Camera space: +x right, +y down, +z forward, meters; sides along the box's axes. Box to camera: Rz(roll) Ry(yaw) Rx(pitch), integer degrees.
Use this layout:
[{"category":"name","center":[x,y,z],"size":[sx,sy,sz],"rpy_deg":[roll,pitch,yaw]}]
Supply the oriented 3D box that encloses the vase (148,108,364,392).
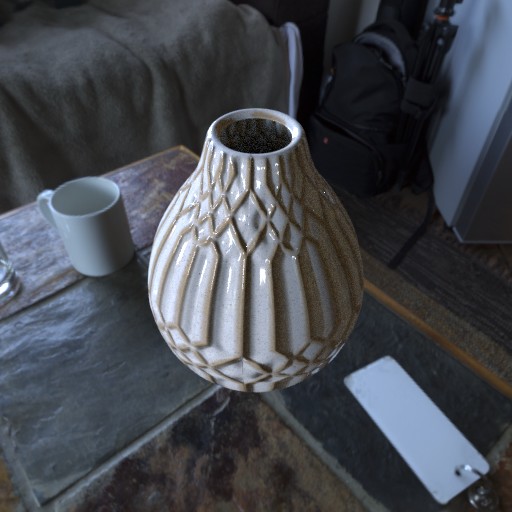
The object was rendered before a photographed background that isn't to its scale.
[{"category":"vase","center":[0.000,0.000,0.317],"size":[0.159,0.200,0.159],"rpy_deg":[0,46,0]}]
